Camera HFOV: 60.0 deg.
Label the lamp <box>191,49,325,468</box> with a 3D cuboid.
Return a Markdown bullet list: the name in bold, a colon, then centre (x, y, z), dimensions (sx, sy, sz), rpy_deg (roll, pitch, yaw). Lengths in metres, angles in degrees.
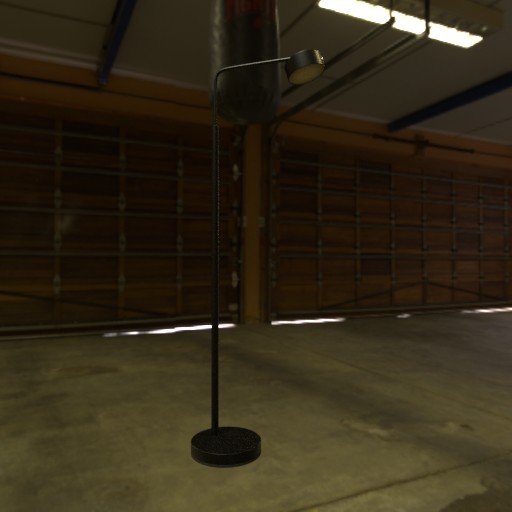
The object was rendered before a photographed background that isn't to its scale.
- **lamp**: centre (0.000, 0.000, 1.368), dimensions (0.418, 1.230, 0.219), rpy_deg (0, -1, 19)
